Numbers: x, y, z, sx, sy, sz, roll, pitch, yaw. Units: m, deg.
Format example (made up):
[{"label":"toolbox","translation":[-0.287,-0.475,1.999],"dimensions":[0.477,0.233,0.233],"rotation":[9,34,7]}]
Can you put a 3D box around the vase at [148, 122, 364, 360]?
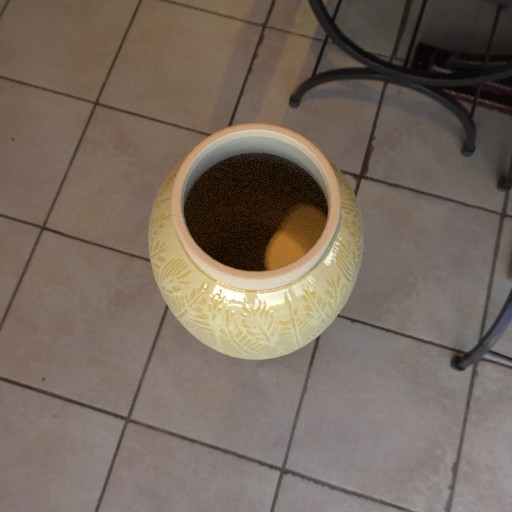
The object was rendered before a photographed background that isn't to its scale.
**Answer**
[{"label":"vase","translation":[0.000,0.000,0.381],"dimensions":[0.172,0.270,0.172],"rotation":[0,76,0]}]
